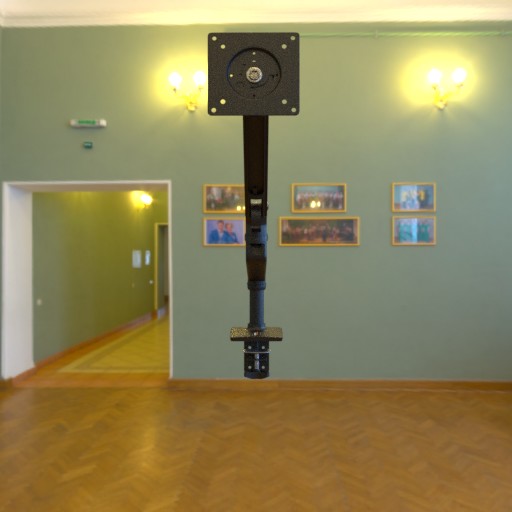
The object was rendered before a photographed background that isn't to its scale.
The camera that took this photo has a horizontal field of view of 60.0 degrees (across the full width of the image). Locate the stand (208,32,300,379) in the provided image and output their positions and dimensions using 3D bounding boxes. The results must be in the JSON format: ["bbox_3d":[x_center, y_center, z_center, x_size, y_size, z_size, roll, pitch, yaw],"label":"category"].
[{"bbox_3d":[0.000,0.000,1.033,0.152,0.713,0.650,0,0,0],"label":"stand"}]
